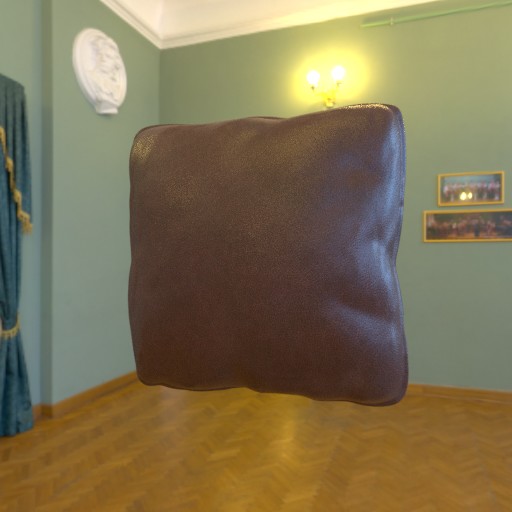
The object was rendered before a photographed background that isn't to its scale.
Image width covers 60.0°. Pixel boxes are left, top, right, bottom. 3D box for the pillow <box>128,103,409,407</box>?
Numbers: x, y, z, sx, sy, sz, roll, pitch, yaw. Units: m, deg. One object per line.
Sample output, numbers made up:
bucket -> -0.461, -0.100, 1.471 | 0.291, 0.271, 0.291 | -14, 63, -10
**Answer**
pillow -> 0.000, 0.000, 0.816 | 0.532, 0.523, 0.236 | 0, 0, 18
